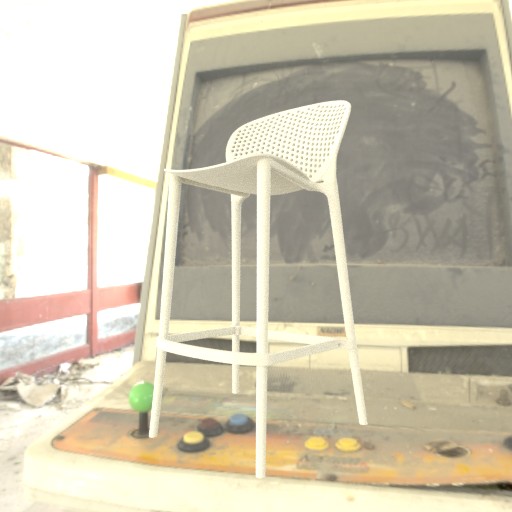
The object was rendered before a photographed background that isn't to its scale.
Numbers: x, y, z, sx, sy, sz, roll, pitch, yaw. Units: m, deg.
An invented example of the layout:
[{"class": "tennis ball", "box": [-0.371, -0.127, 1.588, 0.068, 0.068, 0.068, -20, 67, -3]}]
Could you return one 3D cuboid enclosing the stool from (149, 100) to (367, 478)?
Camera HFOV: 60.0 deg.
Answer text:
[{"class": "stool", "box": [0.000, 0.000, 1.354, 0.536, 1.045, 0.535, 0, 0, 37]}]
